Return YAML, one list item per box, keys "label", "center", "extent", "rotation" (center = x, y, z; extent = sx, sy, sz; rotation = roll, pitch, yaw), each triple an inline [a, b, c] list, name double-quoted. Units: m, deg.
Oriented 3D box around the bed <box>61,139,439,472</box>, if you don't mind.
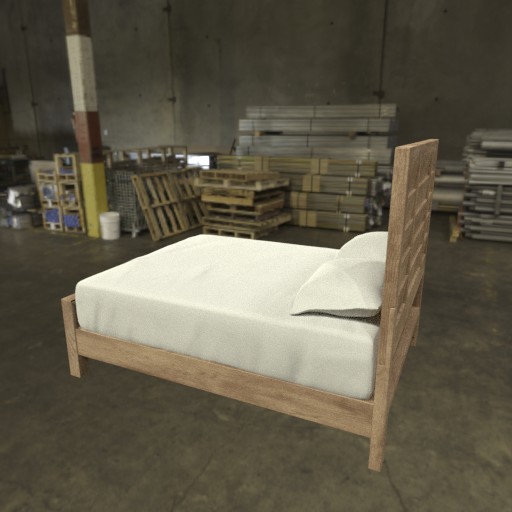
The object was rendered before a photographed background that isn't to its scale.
- label: "bed"
  center: [0.000, 0.000, 3.214]
  extent: [2.197, 1.626, 1.626]
  rotation: [8, 18, 24]
